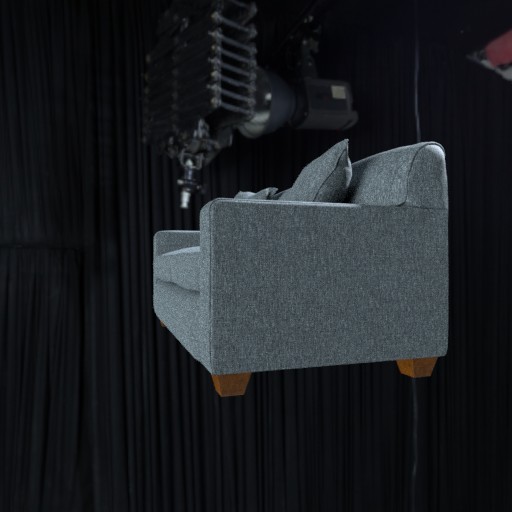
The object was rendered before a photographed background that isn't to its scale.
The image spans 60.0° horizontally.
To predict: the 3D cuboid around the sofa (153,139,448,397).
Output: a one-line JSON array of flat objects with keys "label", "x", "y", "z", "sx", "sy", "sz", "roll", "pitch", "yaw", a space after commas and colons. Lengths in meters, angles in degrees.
[{"label": "sofa", "x": 0.000, "y": 0.000, "z": 2.430, "sx": 0.998, "sy": 0.958, "sz": 1.846, "roll": 0, "pitch": -1, "yaw": -18}]
